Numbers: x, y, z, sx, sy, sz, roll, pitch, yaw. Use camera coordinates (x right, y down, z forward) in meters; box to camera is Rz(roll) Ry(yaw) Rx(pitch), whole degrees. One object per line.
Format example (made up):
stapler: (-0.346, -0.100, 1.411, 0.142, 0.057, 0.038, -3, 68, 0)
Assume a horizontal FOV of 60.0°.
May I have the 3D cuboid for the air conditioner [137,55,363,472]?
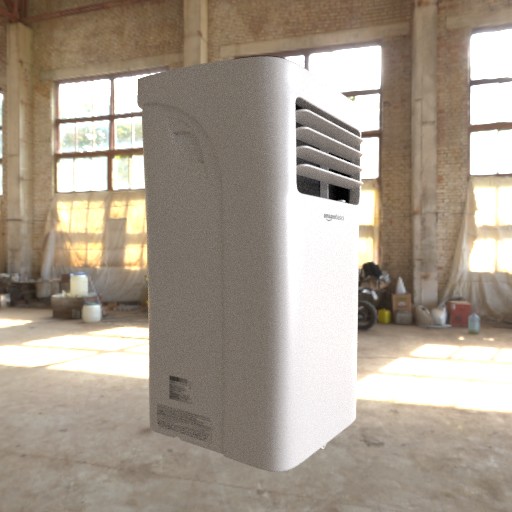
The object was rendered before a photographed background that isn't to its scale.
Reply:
air conditioner: (0.000, 0.000, 0.912, 0.369, 0.716, 0.352, 0, 1, 35)
